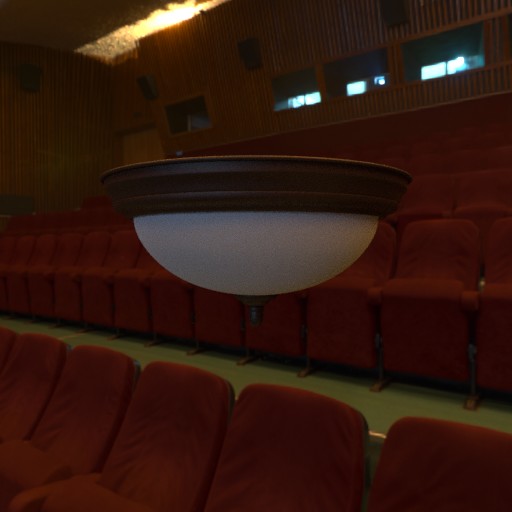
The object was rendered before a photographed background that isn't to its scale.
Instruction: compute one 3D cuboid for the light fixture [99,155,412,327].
[{"bbox_3d":[0.000,0.000,0.421,0.280,0.135,0.280,0,1,0],"label":"light fixture"}]
